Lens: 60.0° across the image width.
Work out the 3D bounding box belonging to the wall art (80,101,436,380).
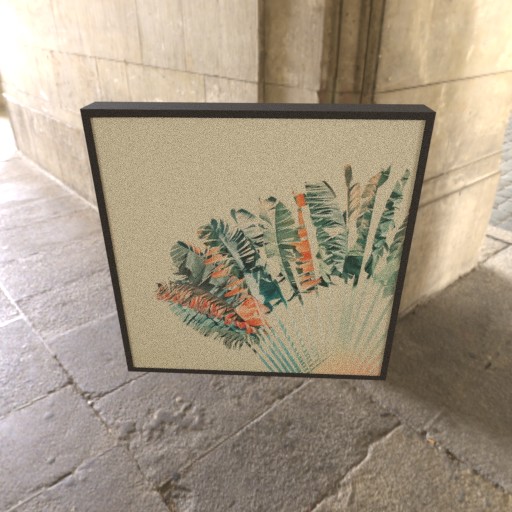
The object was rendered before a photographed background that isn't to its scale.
[{"bbox_3d":[0.000,0.000,0.463,0.302,0.300,0.036,1,29,2],"label":"wall art"}]
